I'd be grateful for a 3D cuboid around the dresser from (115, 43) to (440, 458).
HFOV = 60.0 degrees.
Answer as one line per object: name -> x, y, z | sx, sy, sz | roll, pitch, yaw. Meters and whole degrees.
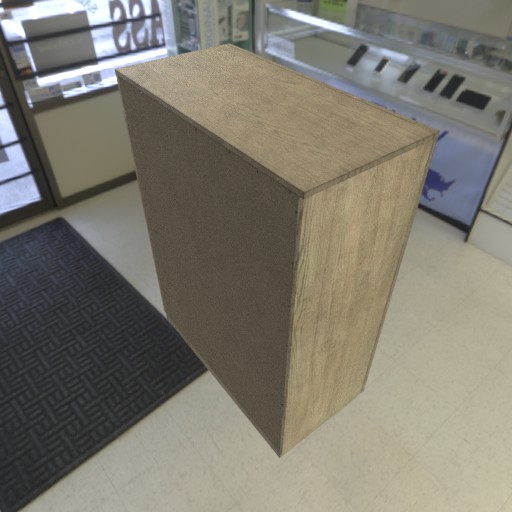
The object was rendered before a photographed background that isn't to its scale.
dresser -> 0.000, 0.000, 1.772 | 0.483, 1.295, 0.967 | -27, 48, -27
